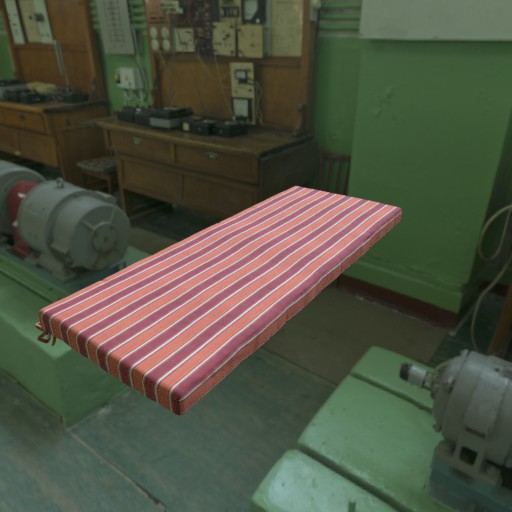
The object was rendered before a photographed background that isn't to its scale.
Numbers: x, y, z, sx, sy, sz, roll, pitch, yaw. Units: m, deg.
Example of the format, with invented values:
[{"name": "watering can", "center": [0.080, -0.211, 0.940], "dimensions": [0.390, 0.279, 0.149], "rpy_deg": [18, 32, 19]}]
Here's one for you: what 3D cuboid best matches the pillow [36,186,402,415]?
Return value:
[{"name": "pillow", "center": [0.000, 0.000, 1.324], "dimensions": [0.492, 0.081, 1.187], "rpy_deg": [18, 32, 31]}]
